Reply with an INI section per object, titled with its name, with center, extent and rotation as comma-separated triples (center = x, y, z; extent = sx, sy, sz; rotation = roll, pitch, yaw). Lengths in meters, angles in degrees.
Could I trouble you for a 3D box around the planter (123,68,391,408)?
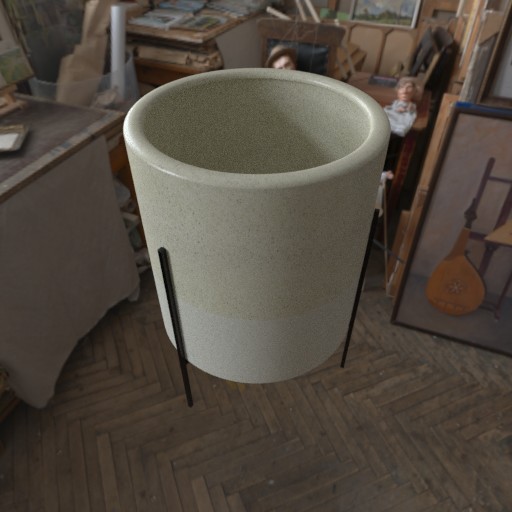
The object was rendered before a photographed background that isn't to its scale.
[planter]
center = 0.000, 0.000, 0.710
extent = 0.324, 0.483, 0.333
rotation = -11, 43, -12
